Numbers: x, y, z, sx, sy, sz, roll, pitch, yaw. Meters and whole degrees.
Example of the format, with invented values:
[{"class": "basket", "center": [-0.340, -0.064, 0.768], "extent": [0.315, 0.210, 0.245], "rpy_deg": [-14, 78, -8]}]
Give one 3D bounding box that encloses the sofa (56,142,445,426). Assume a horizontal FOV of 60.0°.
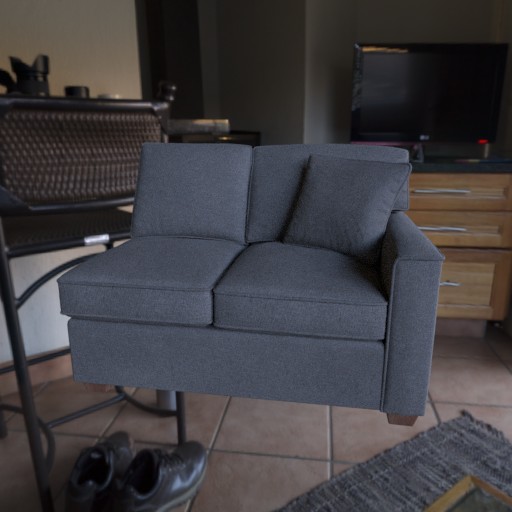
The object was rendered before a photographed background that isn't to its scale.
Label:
[{"class": "sofa", "center": [0.000, 0.000, 1.996], "extent": [1.388, 0.989, 0.991], "rpy_deg": [3, 15, 10]}]
